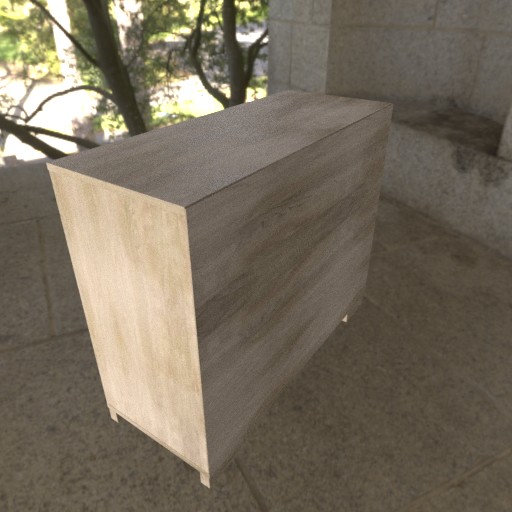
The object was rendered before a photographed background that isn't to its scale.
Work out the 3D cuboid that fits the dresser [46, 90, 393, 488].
[{"bbox_3d":[0.000,0.000,1.409,0.404,0.816,0.994,20,36,29],"label":"dresser"}]
